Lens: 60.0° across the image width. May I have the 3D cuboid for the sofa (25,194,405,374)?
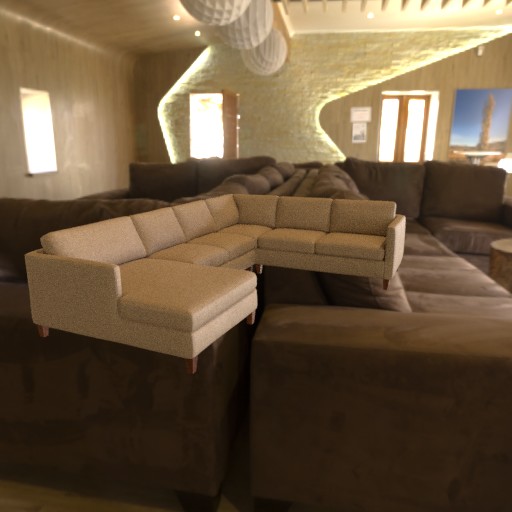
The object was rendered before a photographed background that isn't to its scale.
[{"bbox_3d":[0.000,0.000,4.526,2.551,0.889,3.403,6,15,24],"label":"sofa"}]
